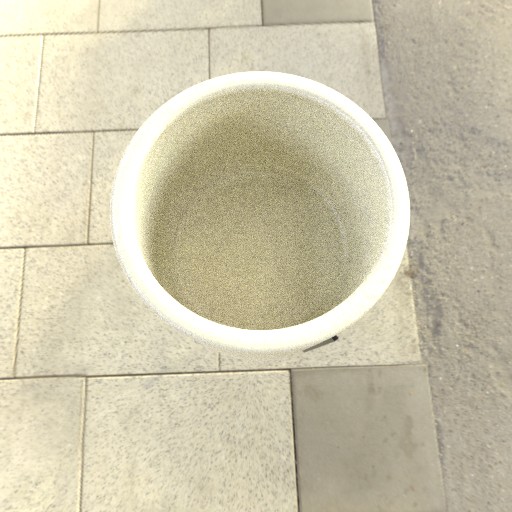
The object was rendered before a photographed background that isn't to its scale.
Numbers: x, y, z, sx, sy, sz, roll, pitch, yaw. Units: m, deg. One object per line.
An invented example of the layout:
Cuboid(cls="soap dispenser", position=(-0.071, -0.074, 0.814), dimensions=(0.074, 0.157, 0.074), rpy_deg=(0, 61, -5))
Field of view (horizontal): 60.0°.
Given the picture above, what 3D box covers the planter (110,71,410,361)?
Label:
Cuboid(cls="planter", position=(0.000, 0.000, 0.708), dimensions=(0.333, 0.483, 0.324), rpy_deg=(-4, 76, -1))
